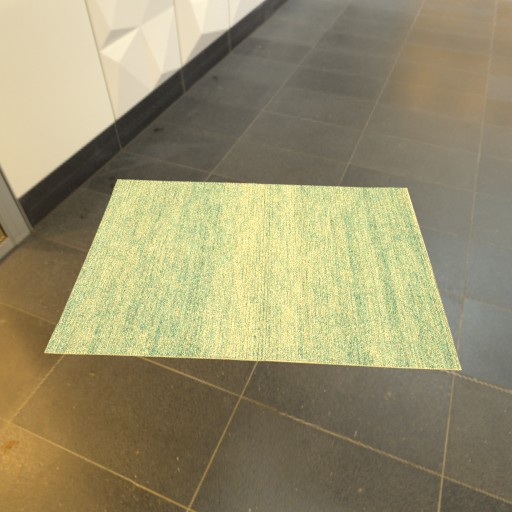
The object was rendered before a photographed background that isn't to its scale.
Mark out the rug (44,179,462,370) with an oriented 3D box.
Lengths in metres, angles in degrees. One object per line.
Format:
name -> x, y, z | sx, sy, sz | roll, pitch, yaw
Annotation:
rug -> 0.000, 0.000, 2.968 | 2.305, 0.029, 1.593 | 2, 46, 2
